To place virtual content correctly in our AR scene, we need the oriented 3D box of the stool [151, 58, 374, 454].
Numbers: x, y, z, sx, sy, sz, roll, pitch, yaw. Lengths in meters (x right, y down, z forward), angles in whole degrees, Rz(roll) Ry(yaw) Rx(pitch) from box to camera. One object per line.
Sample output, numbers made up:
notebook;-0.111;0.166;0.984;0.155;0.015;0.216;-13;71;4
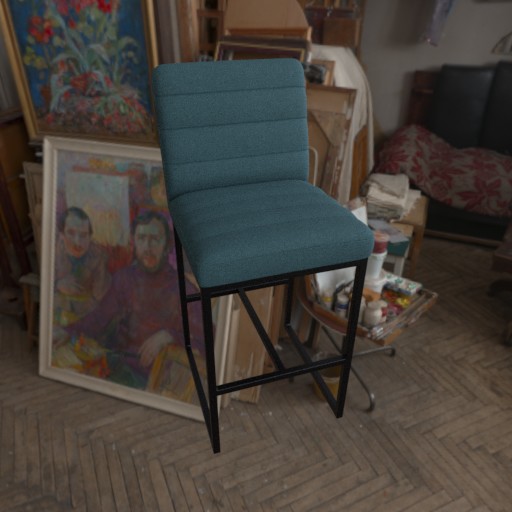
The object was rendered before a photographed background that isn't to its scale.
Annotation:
stool;0.000;0.000;1.349;0.460;1.040;0.560;-10;33;-15
